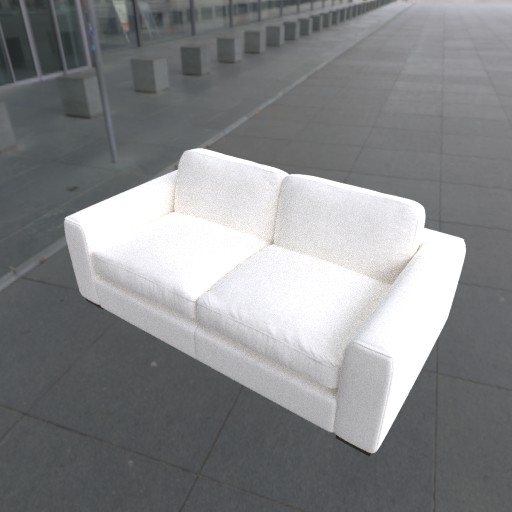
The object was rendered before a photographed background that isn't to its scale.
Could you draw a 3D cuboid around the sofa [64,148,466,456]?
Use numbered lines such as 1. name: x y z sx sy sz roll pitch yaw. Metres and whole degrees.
1. sofa: 0.000 0.000 2.426 1.920 0.801 1.069 20 37 29
